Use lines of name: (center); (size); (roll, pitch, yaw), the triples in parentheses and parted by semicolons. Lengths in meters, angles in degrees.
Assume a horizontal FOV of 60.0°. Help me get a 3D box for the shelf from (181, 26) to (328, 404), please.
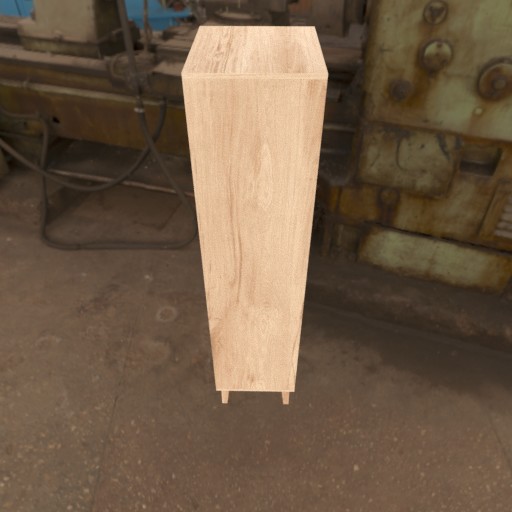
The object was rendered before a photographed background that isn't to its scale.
shelf: (0.000, 0.000, 2.200); (0.450, 1.960, 0.510); (1, 42, 1)
